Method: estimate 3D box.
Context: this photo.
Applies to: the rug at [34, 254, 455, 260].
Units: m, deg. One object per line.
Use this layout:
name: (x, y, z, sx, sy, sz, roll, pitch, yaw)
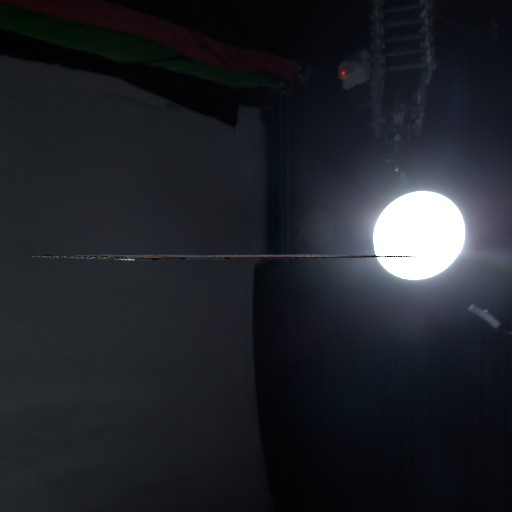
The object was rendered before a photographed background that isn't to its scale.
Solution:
rug: (0.000, 0.000, 2.205, 1.849, 0.013, 1.084, 0, 0, -37)
